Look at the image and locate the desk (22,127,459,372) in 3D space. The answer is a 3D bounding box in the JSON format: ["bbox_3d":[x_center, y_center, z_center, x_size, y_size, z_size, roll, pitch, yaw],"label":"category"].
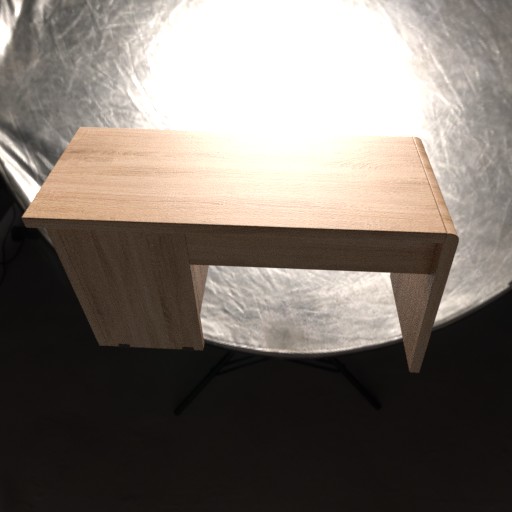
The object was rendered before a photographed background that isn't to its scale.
[{"bbox_3d":[0.000,0.000,1.667,1.300,0.750,0.500,2,46,2],"label":"desk"}]
